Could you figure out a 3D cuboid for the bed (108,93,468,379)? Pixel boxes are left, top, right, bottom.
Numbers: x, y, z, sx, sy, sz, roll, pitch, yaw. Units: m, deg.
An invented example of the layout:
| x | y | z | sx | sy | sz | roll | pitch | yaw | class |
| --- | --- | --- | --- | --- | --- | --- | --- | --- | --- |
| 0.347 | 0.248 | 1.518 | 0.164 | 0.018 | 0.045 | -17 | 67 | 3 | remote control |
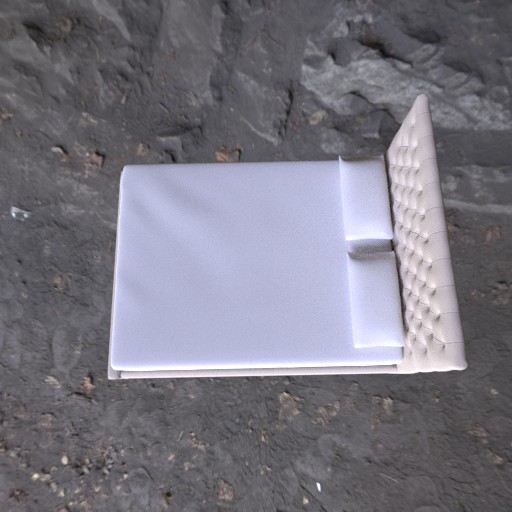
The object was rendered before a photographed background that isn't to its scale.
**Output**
| x | y | z | sx | sy | sz | roll | pitch | yaw | class |
| --- | --- | --- | --- | --- | --- | --- | --- | --- | --- |
| 0.000 | 0.000 | 3.220 | 2.233 | 1.426 | 1.696 | -1 | 74 | 0 | bed |
